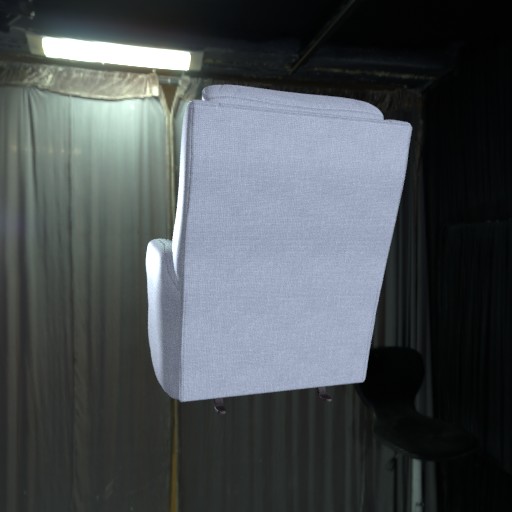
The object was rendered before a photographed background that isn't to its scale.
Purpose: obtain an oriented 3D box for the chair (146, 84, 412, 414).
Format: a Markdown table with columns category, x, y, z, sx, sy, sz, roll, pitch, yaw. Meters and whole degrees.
| category | x | y | z | sx | sy | sz | roll | pitch | yaw |
| --- | --- | --- | --- | --- | --- | --- | --- | --- | --- |
| chair | 0.000 | 0.000 | 1.763 | 0.829 | 1.030 | 1.080 | 0 | 1 | -18 |
